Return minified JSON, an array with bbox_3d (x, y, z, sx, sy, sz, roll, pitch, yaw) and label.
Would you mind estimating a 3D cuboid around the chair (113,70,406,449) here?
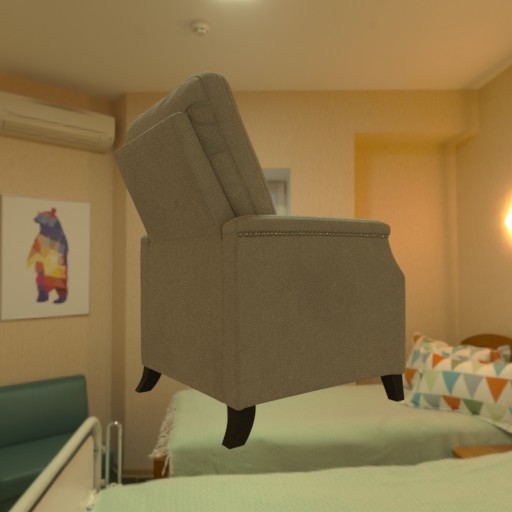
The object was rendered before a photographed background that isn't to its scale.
[{"bbox_3d":[0.000,0.000,1.654,0.922,1.049,0.710,1,-2,-36],"label":"chair"}]
